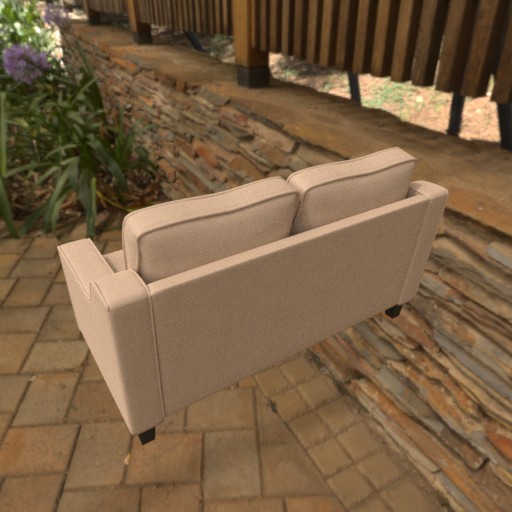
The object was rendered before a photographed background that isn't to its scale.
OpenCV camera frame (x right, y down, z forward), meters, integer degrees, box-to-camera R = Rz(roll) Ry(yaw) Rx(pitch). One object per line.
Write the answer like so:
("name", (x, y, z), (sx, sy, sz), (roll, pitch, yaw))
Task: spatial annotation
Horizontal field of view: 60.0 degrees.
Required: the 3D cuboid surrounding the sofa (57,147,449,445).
("sofa", (0.000, 0.000, 3.420), (2.587, 1.562, 1.351), (-19, 36, -28))
